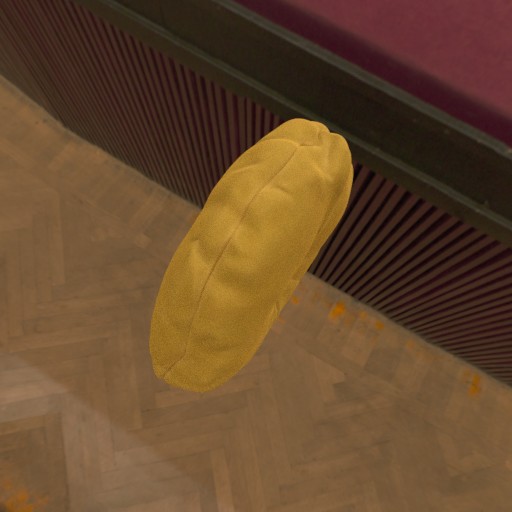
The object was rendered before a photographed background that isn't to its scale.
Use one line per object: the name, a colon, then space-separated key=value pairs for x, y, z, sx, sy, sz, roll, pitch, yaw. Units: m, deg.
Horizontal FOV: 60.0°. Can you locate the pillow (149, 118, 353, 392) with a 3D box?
pillow: x=0.000 y=0.000 z=0.648 sx=0.148 sy=0.407 sz=0.428 roll=32 pitch=77 yaw=8
